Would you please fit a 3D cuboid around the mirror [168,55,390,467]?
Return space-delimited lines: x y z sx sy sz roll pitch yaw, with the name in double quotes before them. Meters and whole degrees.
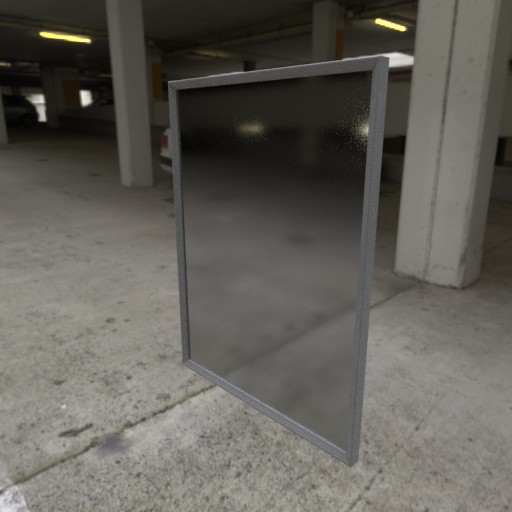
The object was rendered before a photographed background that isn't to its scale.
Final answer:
"mirror" 0.000 0.000 1.318 0.041 1.016 0.762 -15 22 -43
